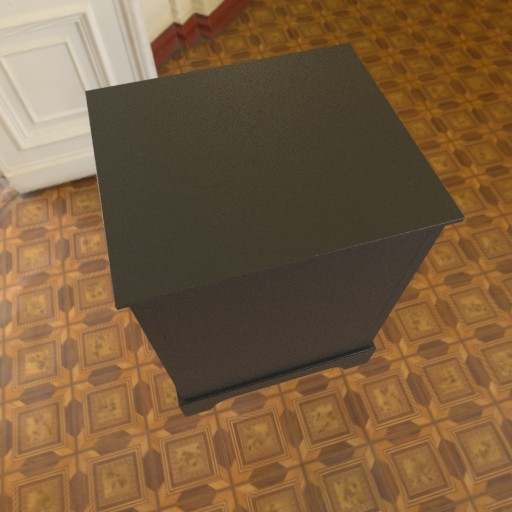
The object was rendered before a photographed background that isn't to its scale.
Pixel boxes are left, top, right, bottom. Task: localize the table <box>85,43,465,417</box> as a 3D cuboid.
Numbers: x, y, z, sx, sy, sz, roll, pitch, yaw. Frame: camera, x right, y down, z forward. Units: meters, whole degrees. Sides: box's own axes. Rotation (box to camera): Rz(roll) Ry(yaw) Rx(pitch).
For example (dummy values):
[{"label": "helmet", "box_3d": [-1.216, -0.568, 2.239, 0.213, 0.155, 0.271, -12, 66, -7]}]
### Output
[{"label": "table", "box_3d": [0.000, 0.000, 0.909, 0.460, 0.610, 0.399, -14, 60, -8]}]
